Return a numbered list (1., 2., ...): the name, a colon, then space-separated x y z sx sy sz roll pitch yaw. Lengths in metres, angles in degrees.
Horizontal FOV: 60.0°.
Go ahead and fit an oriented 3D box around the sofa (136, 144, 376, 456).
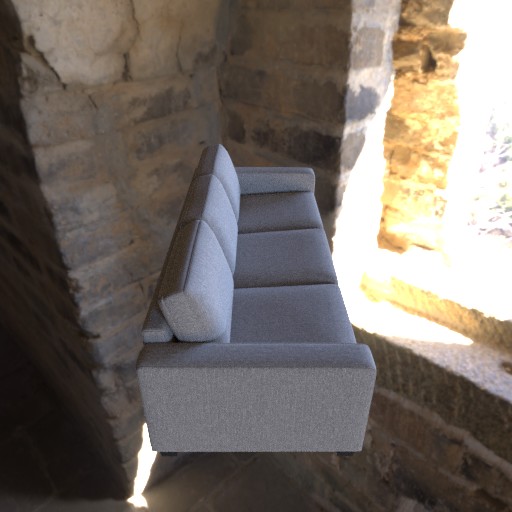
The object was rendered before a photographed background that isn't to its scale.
1. sofa: 0.000 0.000 2.586 0.900 0.800 2.120 0 31 0
